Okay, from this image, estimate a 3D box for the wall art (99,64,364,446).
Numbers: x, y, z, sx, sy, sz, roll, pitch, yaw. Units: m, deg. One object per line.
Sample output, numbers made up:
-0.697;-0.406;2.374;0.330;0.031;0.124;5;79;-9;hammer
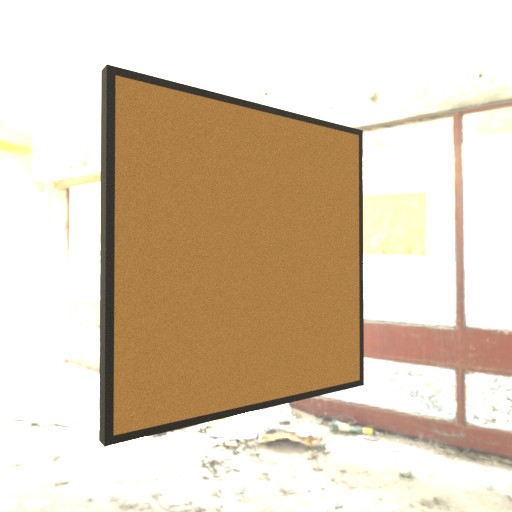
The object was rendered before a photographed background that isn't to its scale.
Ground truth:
0.000;0.000;1.120;0.763;0.763;0.038;1;-1;-35;wall art
